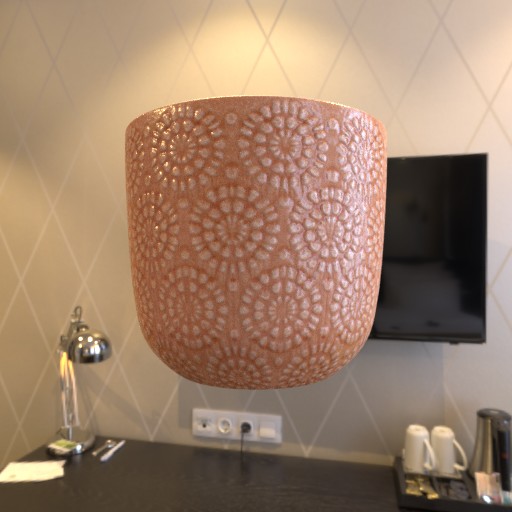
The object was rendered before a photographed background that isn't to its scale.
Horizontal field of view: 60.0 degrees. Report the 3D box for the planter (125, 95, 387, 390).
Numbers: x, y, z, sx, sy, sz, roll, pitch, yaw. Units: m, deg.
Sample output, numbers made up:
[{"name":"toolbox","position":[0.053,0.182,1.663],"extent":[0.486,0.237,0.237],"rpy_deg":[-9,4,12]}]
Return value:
[{"name":"planter","position":[0.000,0.000,0.366],"extent":[0.208,0.190,0.208],"rpy_deg":[0,-1,0]}]
